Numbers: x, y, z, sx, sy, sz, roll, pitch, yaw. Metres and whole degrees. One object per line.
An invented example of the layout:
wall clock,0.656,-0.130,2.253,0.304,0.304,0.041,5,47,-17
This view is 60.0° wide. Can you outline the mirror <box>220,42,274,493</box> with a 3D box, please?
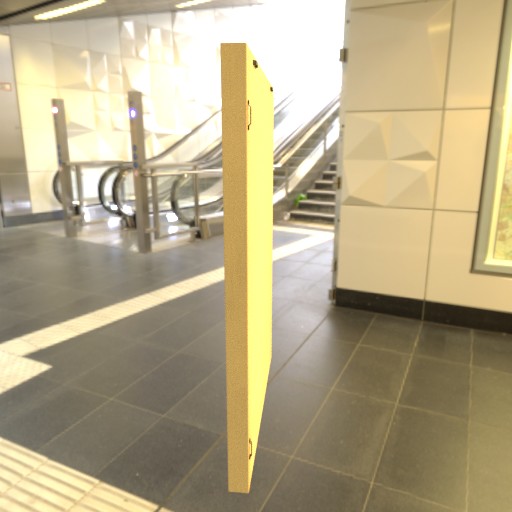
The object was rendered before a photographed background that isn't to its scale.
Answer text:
mirror,0.000,0.000,0.917,0.040,0.710,0.507,2,14,6
